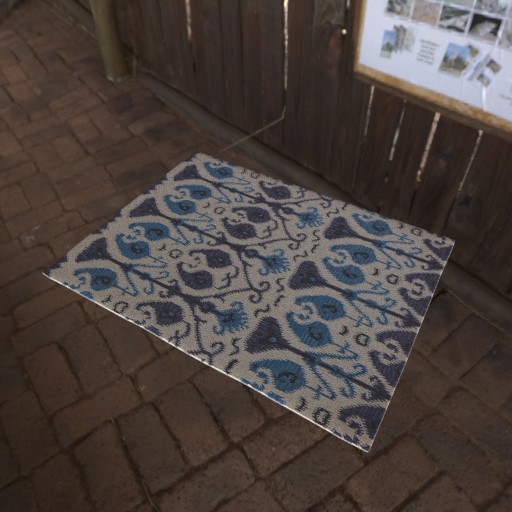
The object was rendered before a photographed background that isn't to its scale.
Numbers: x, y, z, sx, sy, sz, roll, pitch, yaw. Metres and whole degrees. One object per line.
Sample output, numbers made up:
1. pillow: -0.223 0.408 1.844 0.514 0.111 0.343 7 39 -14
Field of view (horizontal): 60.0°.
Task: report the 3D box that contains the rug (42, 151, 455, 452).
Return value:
1. rug: 0.000 0.000 4.307 3.228 0.024 2.443 23 50 21
